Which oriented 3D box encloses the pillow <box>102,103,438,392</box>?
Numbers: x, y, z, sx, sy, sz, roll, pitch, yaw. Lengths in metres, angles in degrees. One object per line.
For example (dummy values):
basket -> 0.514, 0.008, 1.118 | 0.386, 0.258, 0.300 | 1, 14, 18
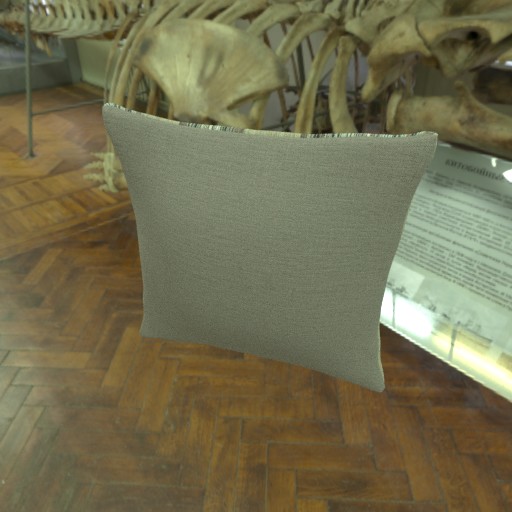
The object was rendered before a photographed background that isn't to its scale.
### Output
pillow -> 0.000, 0.000, 0.660 | 0.435, 0.416, 0.189 | 10, 34, 15
